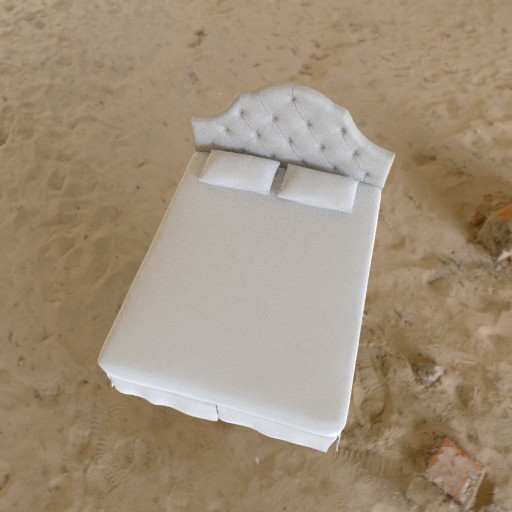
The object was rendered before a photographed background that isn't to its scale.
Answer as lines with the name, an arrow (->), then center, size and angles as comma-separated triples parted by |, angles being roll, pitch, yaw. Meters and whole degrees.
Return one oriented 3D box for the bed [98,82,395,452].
bed -> 0.000, 0.000, 3.749 | 2.039, 1.617, 2.477 | 13, 59, 8
